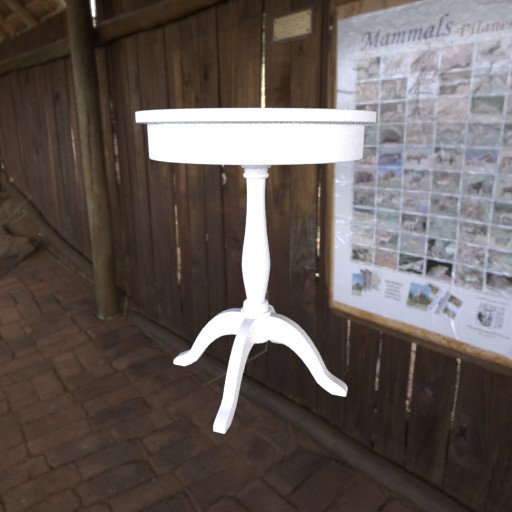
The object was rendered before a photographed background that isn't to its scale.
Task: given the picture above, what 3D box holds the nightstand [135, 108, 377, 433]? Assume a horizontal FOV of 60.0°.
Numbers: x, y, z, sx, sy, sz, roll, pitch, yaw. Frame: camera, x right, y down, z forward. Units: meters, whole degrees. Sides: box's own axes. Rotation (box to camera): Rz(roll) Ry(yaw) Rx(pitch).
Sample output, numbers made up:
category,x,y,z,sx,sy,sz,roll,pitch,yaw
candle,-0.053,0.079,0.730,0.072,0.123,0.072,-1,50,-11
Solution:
category,x,y,z,sx,sy,sz,roll,pitch,yaw
nightstand,0.000,0.000,1.062,0.513,0.653,0.513,8,18,27
